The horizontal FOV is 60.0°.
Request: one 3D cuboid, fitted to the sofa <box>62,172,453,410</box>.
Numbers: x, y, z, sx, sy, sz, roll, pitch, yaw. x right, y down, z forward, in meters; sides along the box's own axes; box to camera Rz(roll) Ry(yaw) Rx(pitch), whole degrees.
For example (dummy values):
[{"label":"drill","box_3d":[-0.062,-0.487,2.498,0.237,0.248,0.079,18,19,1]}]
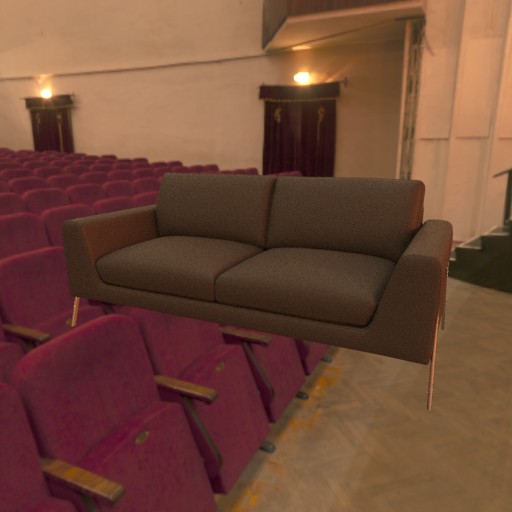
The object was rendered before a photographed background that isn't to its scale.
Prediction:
[{"label":"sofa","box_3d":[0.000,0.000,2.519,2.017,0.875,0.953,7,15,25]}]
